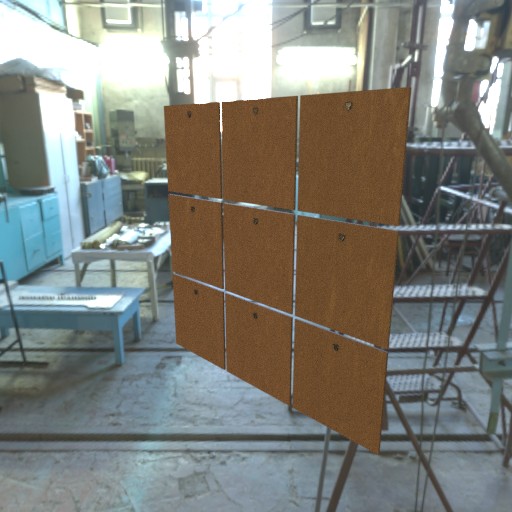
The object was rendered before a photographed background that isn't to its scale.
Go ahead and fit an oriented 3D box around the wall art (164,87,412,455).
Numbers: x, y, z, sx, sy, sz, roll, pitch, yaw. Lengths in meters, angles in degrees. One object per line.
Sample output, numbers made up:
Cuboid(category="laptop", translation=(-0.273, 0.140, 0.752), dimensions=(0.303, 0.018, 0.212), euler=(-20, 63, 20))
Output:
Cuboid(category="wall art", translation=(0.000, 0.000, 2.273), dimensions=(0.023, 1.522, 1.526), euler=(-15, 21, -43))
